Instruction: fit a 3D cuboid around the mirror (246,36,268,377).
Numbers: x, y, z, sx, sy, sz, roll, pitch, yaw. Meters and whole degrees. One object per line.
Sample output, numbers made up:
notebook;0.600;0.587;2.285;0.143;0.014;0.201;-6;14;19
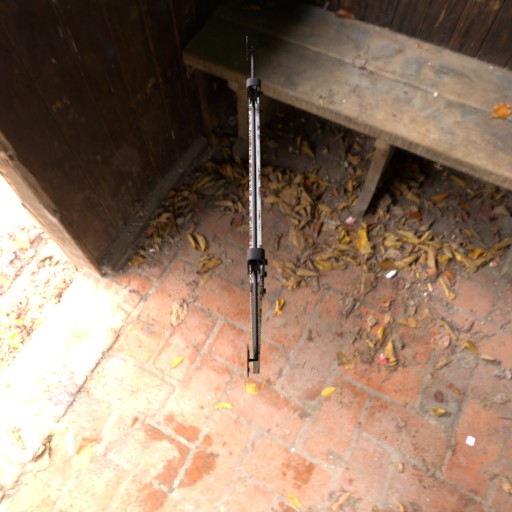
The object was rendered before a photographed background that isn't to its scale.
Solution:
mirror;0.000;0.000;1.232;0.037;0.844;0.808;-1;63;0
